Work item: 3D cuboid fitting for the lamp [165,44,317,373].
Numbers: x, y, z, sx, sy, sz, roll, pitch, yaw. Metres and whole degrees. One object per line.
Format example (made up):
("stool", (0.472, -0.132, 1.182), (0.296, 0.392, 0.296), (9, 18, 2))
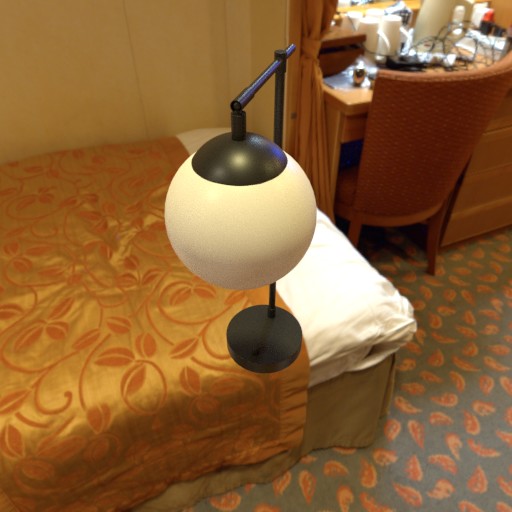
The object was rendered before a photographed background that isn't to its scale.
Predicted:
("lamp", (0.000, 0.000, 0.703), (0.197, 0.559, 0.316), (13, 43, 14))
